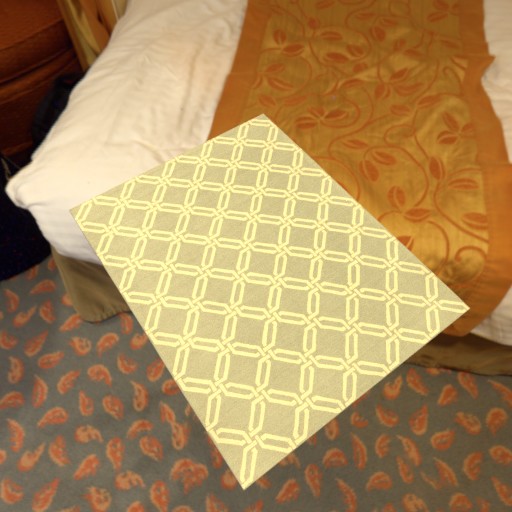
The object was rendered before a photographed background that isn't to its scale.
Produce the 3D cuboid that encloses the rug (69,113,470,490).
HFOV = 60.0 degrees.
[{"bbox_3d":[0.000,0.000,3.931,2.288,0.018,2.895,-32,64,-18],"label":"rug"}]
